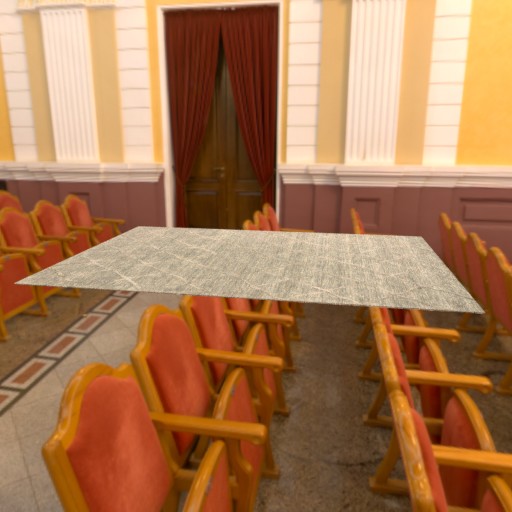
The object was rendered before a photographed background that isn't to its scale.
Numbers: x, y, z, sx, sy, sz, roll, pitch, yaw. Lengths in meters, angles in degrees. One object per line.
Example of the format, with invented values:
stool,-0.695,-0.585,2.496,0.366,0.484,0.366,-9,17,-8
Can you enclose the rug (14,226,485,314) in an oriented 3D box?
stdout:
rug,0.000,0.000,2.832,2.283,0.006,1.521,3,15,10
